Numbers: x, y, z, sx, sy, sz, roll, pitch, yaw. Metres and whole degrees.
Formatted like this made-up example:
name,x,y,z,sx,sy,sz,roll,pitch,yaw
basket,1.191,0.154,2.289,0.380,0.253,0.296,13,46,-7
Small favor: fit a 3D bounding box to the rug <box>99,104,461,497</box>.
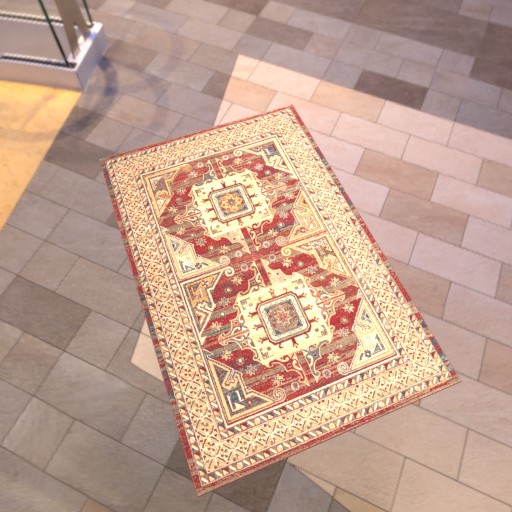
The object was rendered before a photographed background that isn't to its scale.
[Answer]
name,x,y,z,sx,sy,sz,roll,pitch,yaw
rug,0.000,0.000,5.617,3.033,0.033,4.578,-19,63,-10
